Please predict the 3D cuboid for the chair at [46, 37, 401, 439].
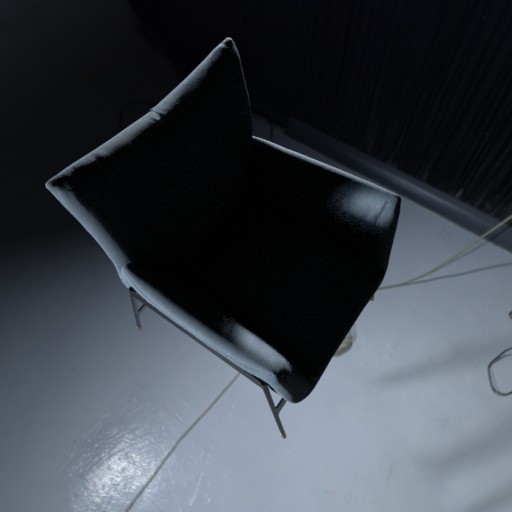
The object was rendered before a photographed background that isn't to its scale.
[{"bbox_3d":[0.000,0.000,1.372,0.709,0.858,0.678,31,64,18],"label":"chair"}]
